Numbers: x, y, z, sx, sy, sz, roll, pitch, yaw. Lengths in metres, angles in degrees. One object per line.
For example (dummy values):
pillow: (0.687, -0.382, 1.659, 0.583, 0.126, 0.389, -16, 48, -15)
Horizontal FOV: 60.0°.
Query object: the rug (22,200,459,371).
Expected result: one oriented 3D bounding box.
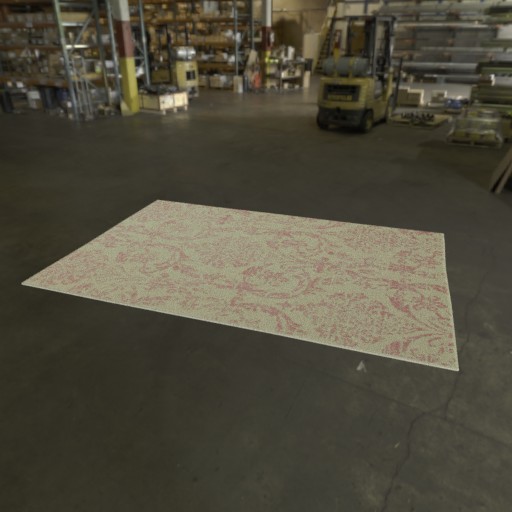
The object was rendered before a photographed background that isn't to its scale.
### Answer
rug: (0.000, 0.000, 2.262, 1.839, 0.012, 1.219, 8, 27, 17)
